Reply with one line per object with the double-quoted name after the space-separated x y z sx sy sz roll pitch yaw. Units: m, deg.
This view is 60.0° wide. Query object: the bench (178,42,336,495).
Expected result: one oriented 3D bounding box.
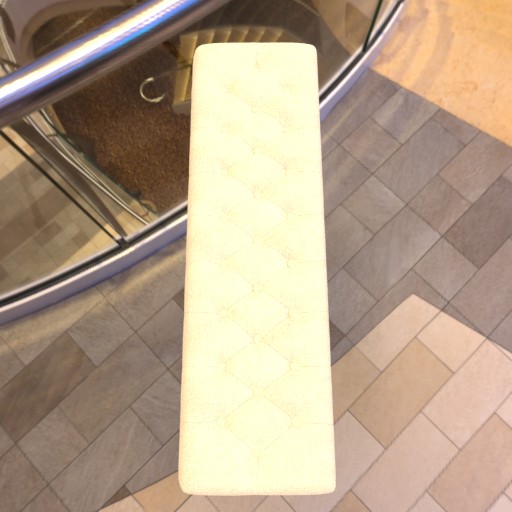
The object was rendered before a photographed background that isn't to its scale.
0.000 0.000 1.610 0.455 0.467 1.480 0 76 0 "bench"
